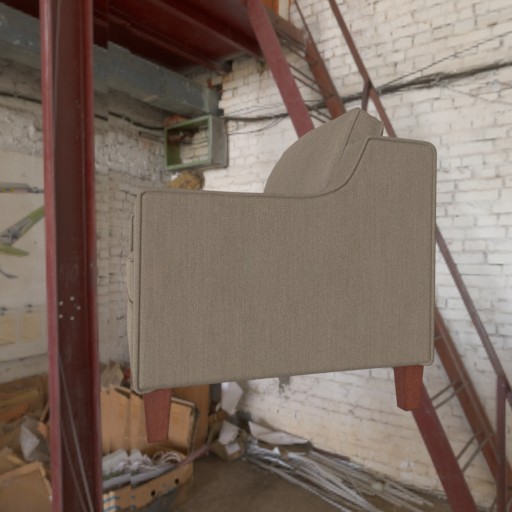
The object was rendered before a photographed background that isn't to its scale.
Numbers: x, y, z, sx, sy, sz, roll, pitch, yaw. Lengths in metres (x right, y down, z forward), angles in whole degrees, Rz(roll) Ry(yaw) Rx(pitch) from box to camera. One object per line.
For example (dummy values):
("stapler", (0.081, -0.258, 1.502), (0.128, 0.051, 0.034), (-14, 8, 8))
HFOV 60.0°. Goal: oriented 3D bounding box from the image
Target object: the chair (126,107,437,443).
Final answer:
("chair", (0.000, 0.000, 1.619), (0.909, 0.960, 0.831), (0, 1, -17))
